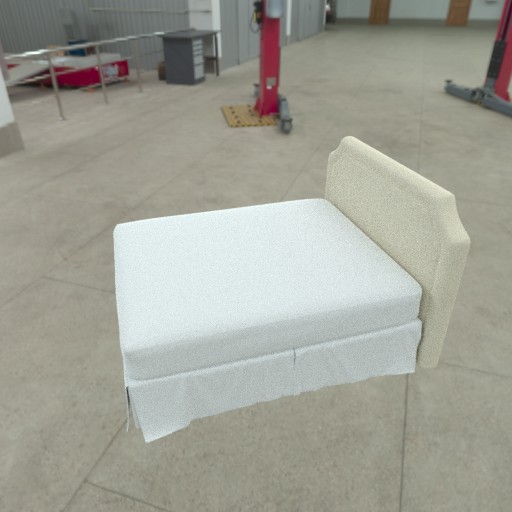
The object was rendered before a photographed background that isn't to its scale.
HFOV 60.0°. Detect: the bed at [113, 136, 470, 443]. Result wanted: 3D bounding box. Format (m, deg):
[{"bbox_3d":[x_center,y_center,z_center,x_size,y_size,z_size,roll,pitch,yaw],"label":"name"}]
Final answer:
[{"bbox_3d":[0.000,0.000,3.362,2.209,1.296,1.827,-9,32,-14],"label":"bed"}]
